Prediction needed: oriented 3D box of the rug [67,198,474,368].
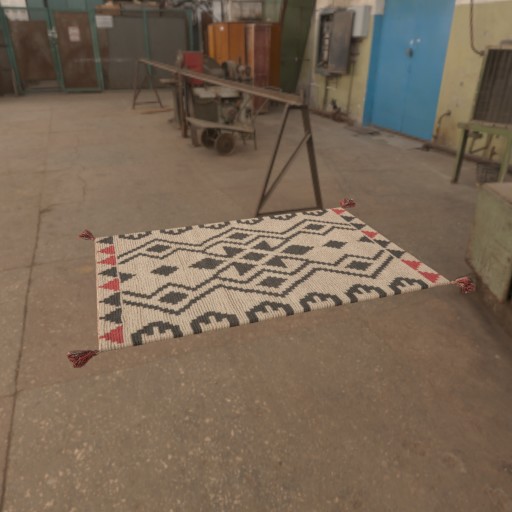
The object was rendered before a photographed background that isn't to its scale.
[{"bbox_3d":[0.000,0.000,2.648,2.069,0.067,1.444,-9,28,-17],"label":"rug"}]
